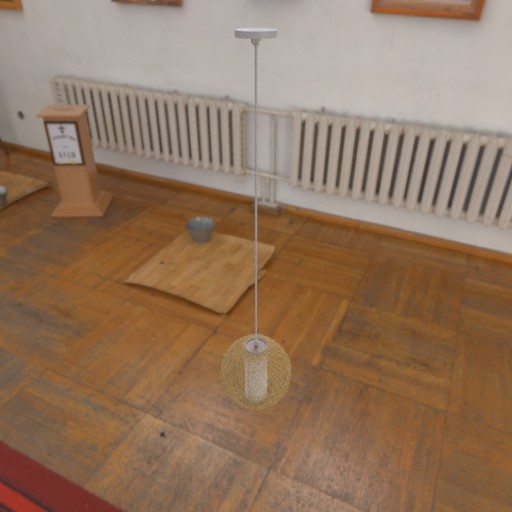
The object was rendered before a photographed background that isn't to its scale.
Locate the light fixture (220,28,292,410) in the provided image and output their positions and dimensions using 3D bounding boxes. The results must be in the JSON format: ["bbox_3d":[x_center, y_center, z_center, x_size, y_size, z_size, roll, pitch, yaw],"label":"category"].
[{"bbox_3d":[0.000,0.000,2.144,0.406,1.955,0.407,-10,33,-16],"label":"light fixture"}]
